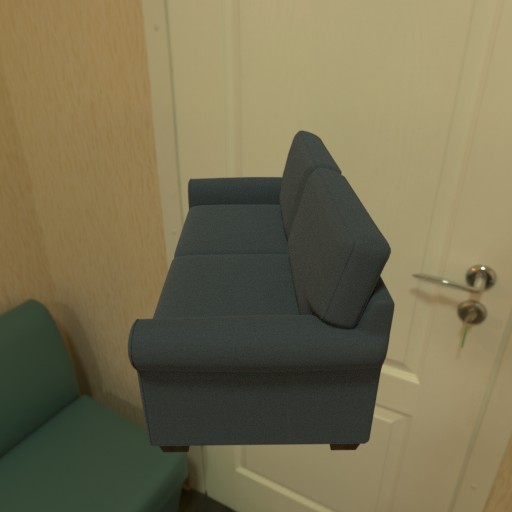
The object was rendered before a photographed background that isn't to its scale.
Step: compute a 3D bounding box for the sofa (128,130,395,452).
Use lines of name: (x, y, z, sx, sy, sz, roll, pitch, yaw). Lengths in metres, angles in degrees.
sofa: (0.000, 0.000, 2.455, 0.940, 1.020, 1.930, 0, 27, -1)
